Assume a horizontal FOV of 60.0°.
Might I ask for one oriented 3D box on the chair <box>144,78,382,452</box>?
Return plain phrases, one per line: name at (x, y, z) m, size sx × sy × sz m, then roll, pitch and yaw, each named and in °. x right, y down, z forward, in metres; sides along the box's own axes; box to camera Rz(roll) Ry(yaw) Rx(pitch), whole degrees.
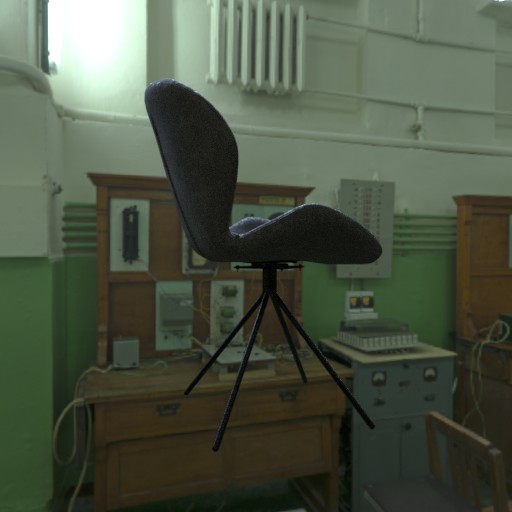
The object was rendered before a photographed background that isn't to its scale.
chair at (0.000, 0.000, 1.317) m, size 0.640 × 0.934 × 0.527 m, roll 0°, pitch 1°, yaw -18°
